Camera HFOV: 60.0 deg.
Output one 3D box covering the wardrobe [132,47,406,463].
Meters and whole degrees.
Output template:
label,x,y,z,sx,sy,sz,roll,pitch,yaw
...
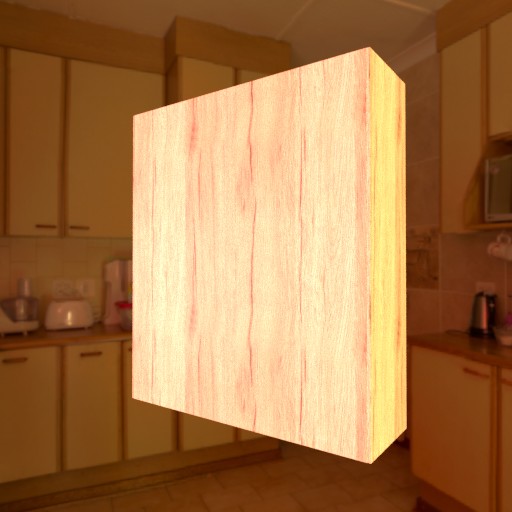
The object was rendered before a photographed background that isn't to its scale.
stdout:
label,x,y,z,sx,sy,sz,roll,pitch,yaw
wardrobe,0.000,0.000,2.959,1.810,2.070,0.580,0,-1,36
